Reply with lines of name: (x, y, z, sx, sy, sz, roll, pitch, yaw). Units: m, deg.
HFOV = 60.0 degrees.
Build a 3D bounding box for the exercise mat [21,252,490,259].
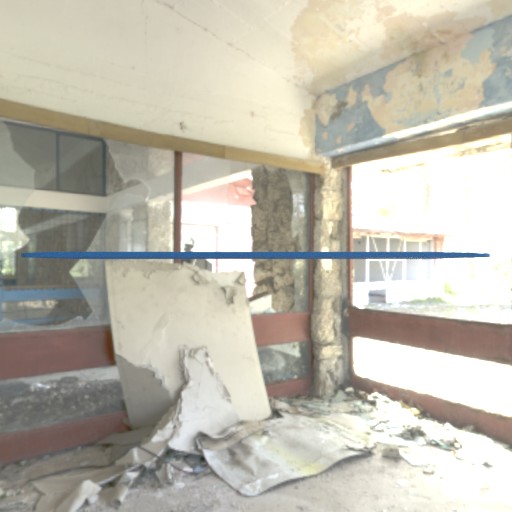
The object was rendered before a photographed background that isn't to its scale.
exercise mat: (0.000, 0.000, 2.029, 1.869, 0.021, 0.616, 0, -1, 0)
